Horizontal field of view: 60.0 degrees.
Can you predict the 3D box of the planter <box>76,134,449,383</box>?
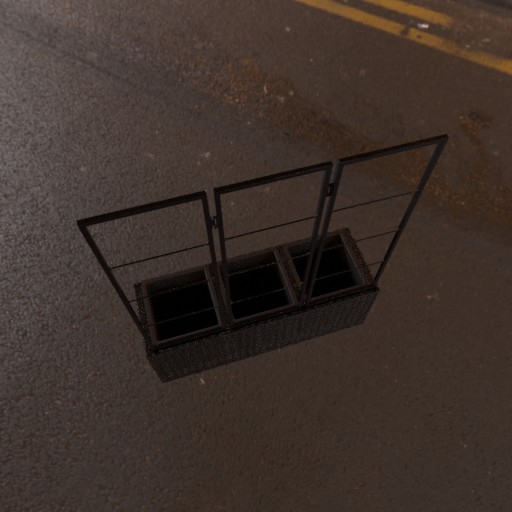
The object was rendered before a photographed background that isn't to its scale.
[{"bbox_3d":[0.000,0.000,1.167,0.698,0.841,0.244,-15,59,-9],"label":"planter"}]
